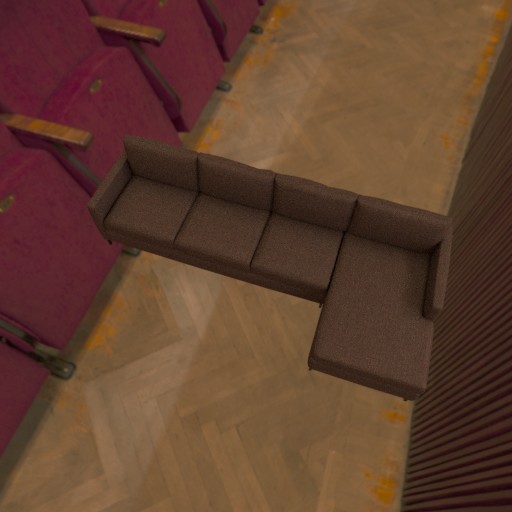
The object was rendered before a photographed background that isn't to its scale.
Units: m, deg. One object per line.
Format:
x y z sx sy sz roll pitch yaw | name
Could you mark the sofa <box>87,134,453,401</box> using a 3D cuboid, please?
0.000 0.000 3.964 3.221 0.892 1.483 16 60 10 | sofa
